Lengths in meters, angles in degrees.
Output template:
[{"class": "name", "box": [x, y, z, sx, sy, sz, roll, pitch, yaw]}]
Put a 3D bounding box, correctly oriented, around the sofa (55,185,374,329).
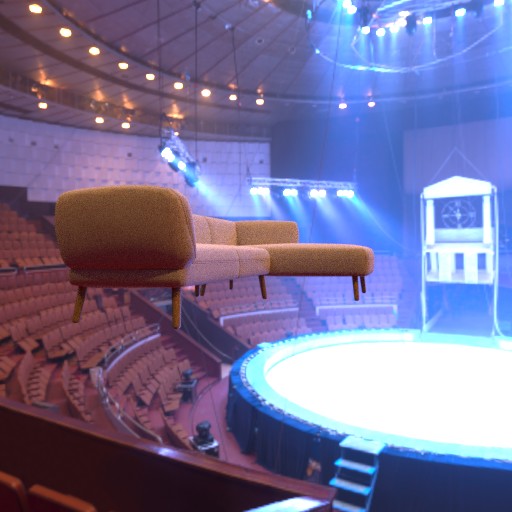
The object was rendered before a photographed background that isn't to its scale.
[{"class": "sofa", "box": [0.000, 0.000, 3.349, 1.610, 0.730, 2.660, 0, 0, 18]}]
